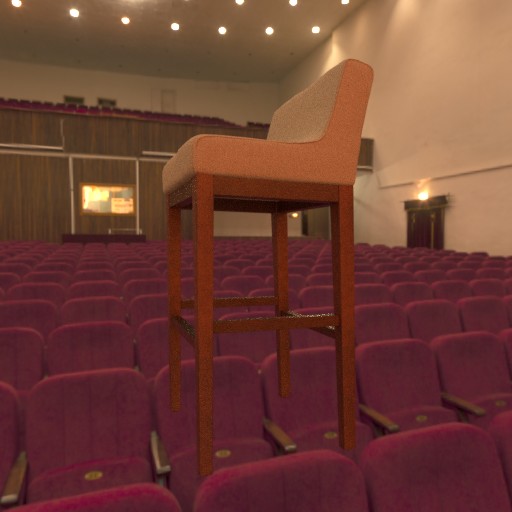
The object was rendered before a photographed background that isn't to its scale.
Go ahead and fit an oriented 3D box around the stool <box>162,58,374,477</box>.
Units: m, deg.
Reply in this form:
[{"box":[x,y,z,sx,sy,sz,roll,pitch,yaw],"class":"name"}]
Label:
[{"box":[0.000,0.000,1.327,0.500,1.037,0.511,-1,2,-20],"class":"stool"}]
